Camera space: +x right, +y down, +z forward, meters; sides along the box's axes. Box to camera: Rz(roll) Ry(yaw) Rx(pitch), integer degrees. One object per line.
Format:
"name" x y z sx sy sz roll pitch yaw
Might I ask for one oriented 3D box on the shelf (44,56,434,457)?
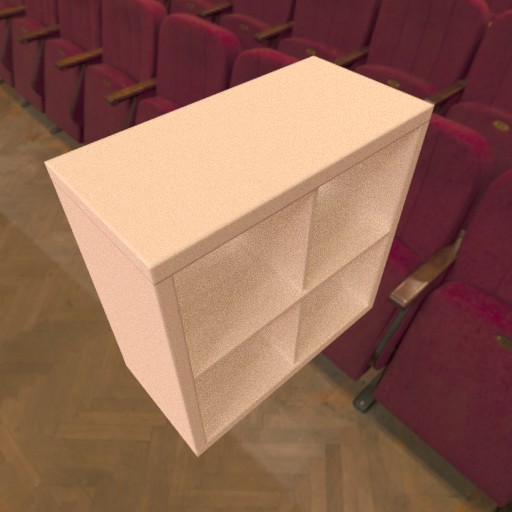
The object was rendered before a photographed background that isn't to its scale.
"shelf" 0.000 0.000 1.252 0.790 0.786 0.390 -33 54 -28
